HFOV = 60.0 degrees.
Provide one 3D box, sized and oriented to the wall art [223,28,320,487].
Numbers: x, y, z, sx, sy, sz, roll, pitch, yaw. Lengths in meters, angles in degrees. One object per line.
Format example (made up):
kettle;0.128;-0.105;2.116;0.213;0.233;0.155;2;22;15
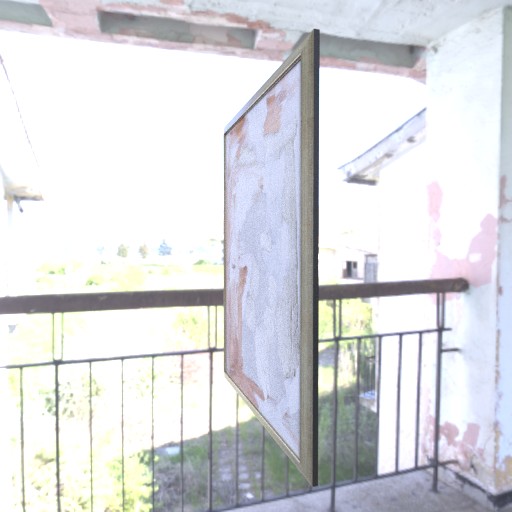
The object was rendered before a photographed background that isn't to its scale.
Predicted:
wall art;0.000;0.000;0.904;0.018;0.660;0.559;0;2;-17
